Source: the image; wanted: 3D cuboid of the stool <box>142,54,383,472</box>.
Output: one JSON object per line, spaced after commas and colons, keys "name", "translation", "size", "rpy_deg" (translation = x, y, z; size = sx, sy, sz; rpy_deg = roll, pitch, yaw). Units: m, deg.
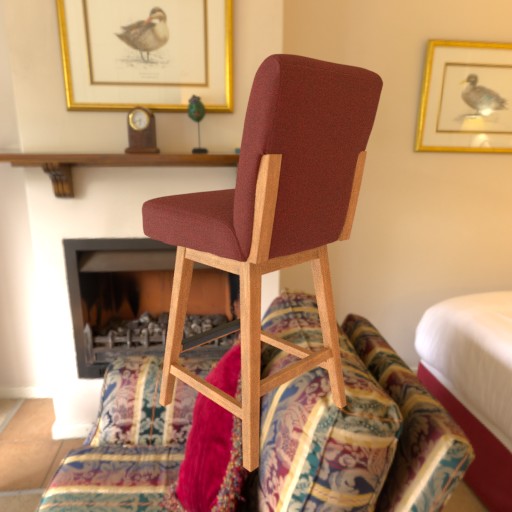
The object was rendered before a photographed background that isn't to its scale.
{"name": "stool", "translation": [0.000, 0.000, 1.345], "size": [0.468, 1.038, 0.562], "rpy_deg": [-14, 20, -42]}
